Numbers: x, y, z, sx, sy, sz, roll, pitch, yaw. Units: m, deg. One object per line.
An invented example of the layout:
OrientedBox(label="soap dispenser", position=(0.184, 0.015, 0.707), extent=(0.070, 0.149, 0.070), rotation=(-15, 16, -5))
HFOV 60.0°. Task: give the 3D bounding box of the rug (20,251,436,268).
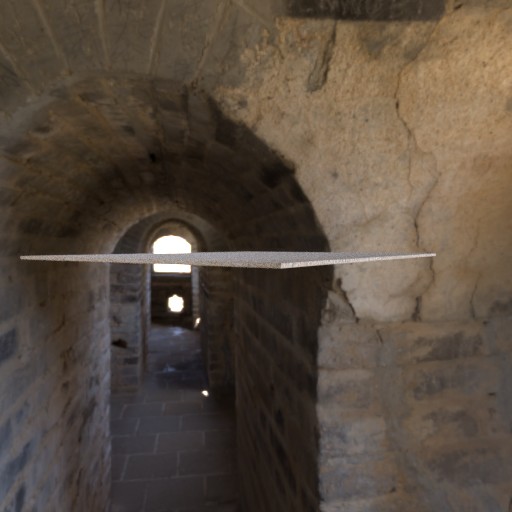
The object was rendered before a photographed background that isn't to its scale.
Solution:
OrientedBox(label="rug", position=(0.000, 0.000, 4.006), extent=(2.400, 0.026, 3.000), rotation=(1, 2, 35))
